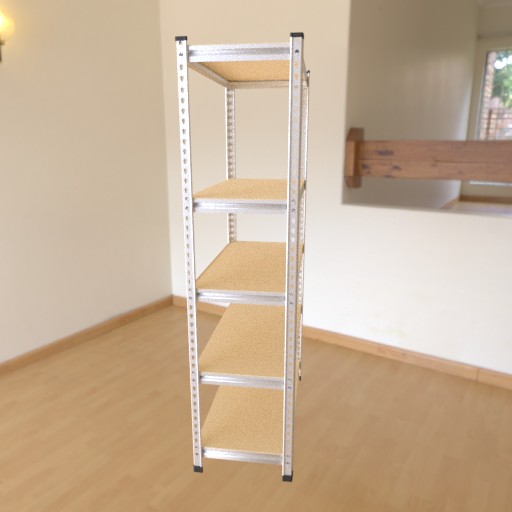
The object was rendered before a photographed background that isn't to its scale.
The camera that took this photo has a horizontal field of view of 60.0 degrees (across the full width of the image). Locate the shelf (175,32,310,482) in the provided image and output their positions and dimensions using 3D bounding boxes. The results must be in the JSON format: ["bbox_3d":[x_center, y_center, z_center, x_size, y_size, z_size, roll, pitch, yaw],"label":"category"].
[{"bbox_3d":[0.000,0.000,2.208,0.457,1.829,0.914,2,15,8],"label":"shelf"}]
